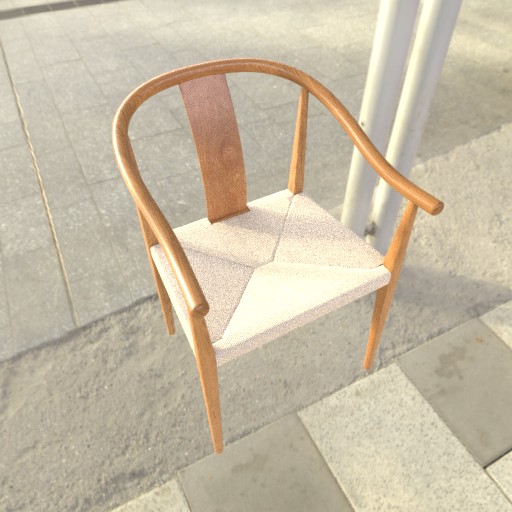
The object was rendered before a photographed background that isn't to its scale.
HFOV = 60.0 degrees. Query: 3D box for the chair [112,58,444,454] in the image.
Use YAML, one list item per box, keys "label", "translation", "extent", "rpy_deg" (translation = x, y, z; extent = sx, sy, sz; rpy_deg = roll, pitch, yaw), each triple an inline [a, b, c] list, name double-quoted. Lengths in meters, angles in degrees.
- label: "chair"
  translation: [0.000, 0.000, 1.159]
  extent: [0.556, 0.800, 0.579]
  rpy_deg: [-22, 50, -20]
